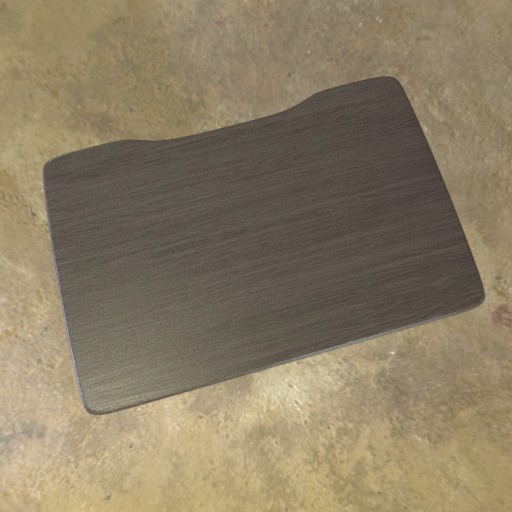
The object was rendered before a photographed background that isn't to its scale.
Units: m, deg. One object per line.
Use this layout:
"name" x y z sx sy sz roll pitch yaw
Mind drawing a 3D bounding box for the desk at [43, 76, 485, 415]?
"desk" 0.000 0.000 1.128 0.820 0.470 0.546 -15 77 -4
